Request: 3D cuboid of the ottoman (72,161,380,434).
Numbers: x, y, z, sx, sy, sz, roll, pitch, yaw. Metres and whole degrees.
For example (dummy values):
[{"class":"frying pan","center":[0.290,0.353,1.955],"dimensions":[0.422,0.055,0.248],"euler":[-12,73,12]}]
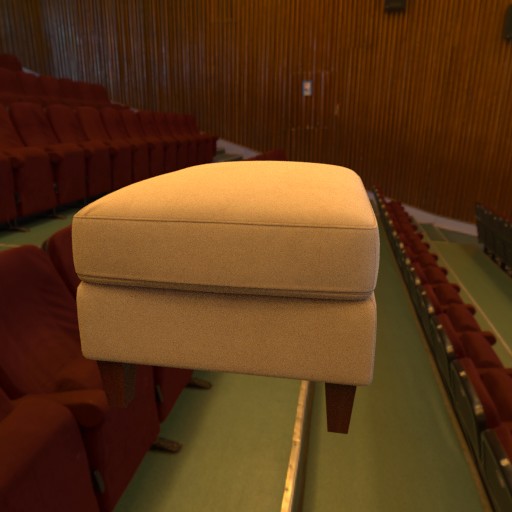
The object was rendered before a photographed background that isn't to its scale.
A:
[{"class":"ottoman","center":[0.000,0.000,1.211],"dimensions":[0.584,0.483,0.864],"euler":[3,17,10]}]
